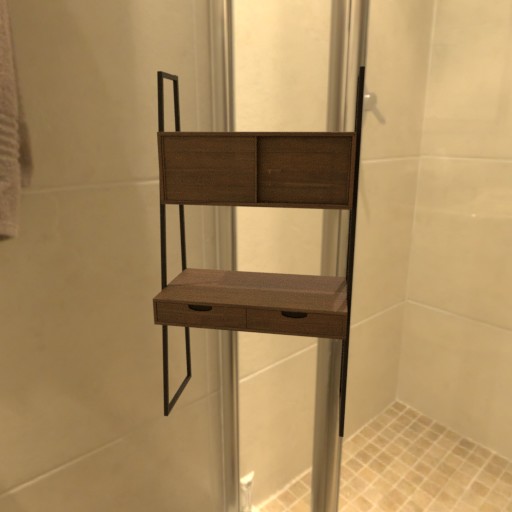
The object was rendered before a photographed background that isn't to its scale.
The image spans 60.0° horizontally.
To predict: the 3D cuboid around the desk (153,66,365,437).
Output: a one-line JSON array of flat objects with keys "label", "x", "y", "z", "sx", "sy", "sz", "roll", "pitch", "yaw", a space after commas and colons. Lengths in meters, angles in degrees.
[{"label": "desk", "x": 0.000, "y": 0.000, "z": 2.288, "sx": 0.982, "sy": 1.809, "sz": 0.515, "roll": 3, "pitch": 16, "yaw": 10}]
